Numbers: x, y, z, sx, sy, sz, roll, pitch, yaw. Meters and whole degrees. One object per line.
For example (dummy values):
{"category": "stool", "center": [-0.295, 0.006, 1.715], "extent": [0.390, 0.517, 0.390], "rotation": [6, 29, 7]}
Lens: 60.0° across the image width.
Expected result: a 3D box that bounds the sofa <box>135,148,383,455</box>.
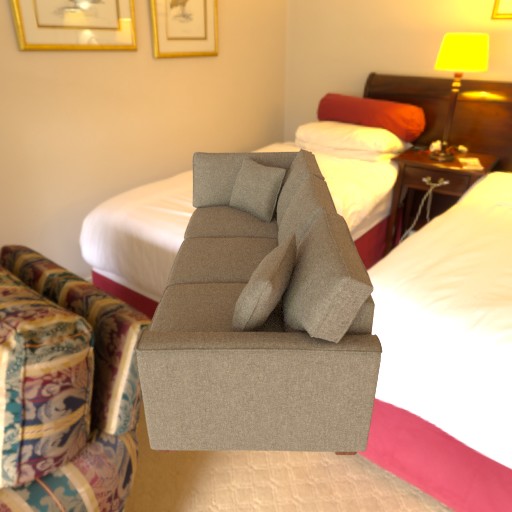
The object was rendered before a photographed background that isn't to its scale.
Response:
{"category": "sofa", "center": [0.000, 0.000, 2.871], "extent": [1.061, 0.962, 2.317], "rotation": [0, 27, 1]}
